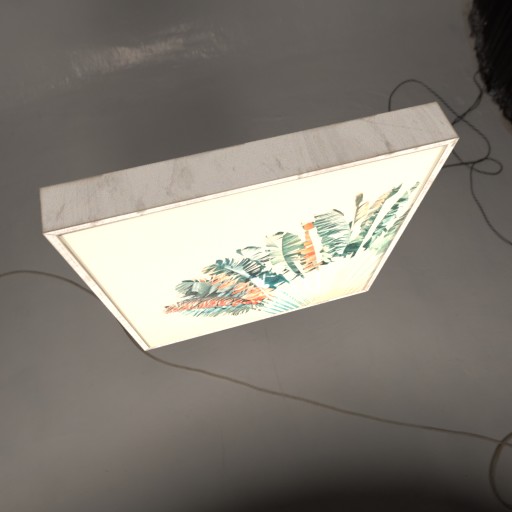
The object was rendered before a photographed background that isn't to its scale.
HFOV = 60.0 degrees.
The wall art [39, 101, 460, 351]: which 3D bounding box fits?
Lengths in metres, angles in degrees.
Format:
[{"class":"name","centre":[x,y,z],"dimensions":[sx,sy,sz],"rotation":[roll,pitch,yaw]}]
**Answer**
[{"class":"wall art","centre":[0.000,0.000,0.456],"dimensions":[0.305,0.303,0.038],"rotation":[-14,64,-7]}]
